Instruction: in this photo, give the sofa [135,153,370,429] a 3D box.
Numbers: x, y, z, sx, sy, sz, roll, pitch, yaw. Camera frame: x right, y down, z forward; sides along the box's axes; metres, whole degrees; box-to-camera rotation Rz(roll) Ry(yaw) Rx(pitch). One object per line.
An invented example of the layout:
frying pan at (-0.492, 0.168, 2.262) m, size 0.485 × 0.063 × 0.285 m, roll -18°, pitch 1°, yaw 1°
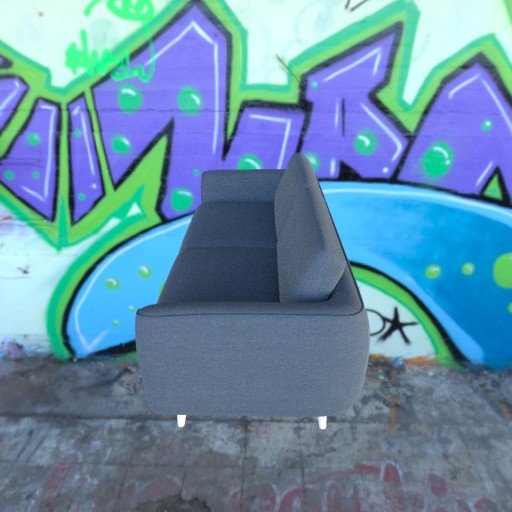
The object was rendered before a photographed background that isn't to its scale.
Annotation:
sofa at (0.000, 0.000, 2.520) m, size 0.920 × 0.850 × 2.000 m, roll 0°, pitch 26°, yaw 1°
